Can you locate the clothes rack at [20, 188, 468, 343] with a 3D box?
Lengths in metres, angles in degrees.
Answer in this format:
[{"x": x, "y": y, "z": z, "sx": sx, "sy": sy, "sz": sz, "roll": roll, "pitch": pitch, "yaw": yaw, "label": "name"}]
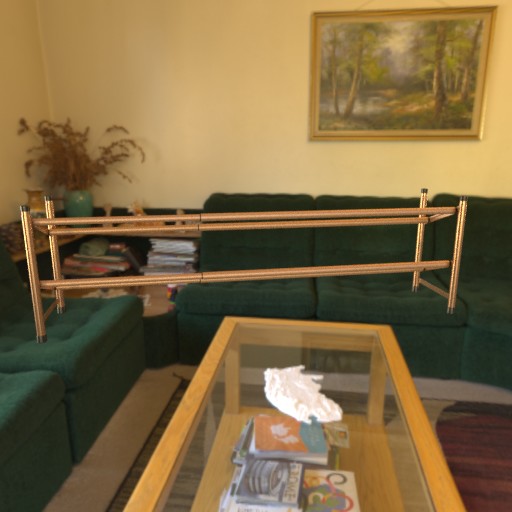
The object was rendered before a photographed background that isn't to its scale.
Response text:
[{"x": 0.000, "y": 0.000, "z": 1.284, "sx": 1.168, "sy": 0.349, "sz": 0.229, "roll": -2, "pitch": 14, "yaw": -10, "label": "clothes rack"}]
